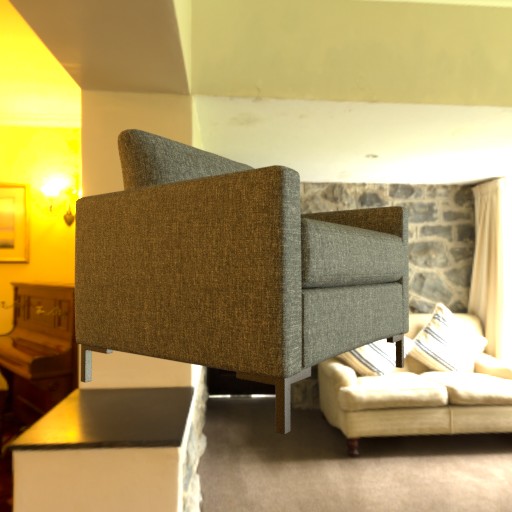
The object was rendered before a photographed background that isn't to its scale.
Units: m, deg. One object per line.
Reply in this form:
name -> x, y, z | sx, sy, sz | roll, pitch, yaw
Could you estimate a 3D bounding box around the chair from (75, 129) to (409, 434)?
chair -> 0.000, 0.000, 1.627 | 0.866, 0.861, 0.963 | -1, -2, 36
